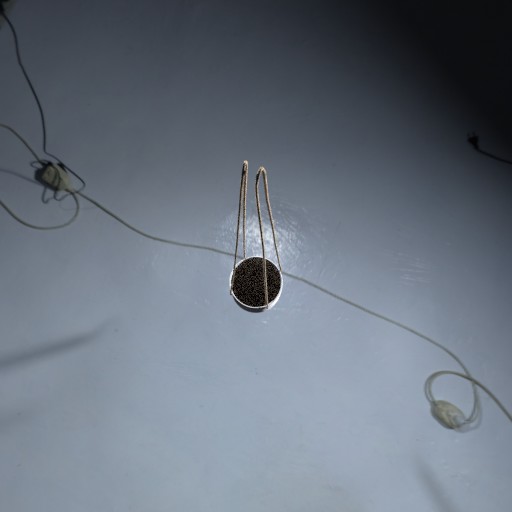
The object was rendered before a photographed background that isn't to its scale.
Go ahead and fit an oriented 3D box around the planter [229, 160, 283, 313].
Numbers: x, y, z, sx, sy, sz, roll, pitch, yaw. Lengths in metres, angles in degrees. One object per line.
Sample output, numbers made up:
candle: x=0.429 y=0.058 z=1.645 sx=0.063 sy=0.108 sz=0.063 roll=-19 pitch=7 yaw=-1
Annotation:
planter: x=0.000 y=0.000 z=0.927 sx=0.146 sy=0.841 sz=0.146 roll=20 pitch=77 yaw=5
